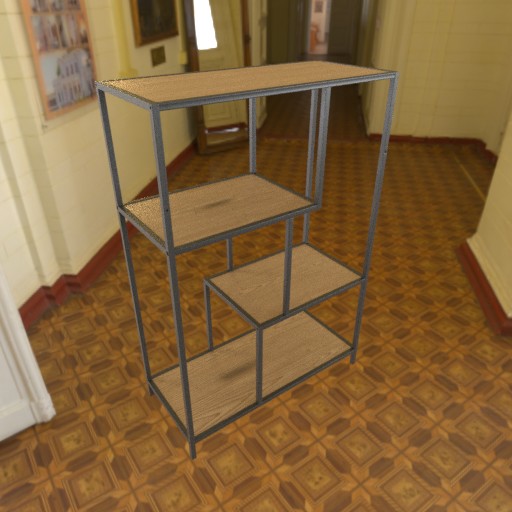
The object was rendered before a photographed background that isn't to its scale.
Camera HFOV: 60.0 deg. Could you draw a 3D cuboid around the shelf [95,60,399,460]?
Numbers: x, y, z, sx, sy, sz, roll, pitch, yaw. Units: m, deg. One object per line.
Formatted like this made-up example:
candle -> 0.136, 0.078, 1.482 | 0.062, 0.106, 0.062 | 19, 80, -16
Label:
shelf -> 0.000, 0.000, 1.498 | 0.770, 1.138, 0.350 | -20, 36, -30
